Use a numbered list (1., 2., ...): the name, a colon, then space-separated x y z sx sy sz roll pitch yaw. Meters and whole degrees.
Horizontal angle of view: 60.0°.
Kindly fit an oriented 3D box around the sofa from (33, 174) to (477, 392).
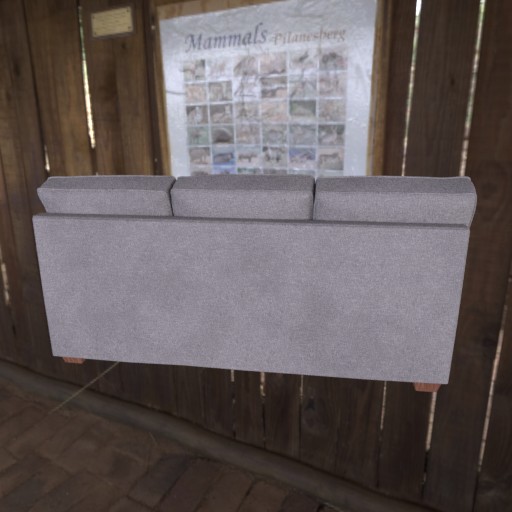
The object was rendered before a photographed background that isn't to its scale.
1. sofa: 0.000 0.000 2.465 1.962 0.973 1.027 2 16 8
